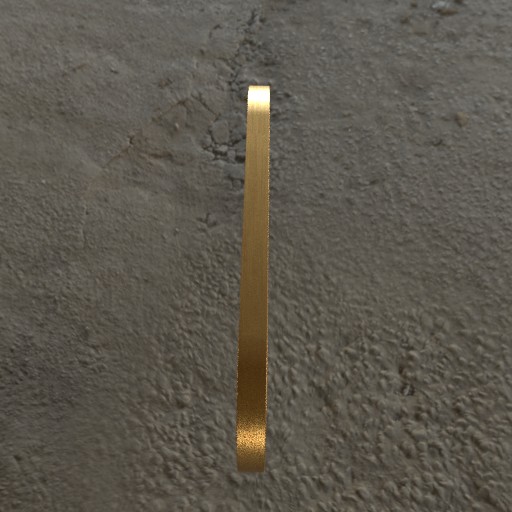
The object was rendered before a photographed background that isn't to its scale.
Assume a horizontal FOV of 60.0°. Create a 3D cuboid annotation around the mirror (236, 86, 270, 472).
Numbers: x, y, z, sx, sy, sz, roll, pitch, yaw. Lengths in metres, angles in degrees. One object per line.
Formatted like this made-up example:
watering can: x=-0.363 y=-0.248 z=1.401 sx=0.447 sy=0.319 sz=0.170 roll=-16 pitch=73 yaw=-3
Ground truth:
mirror: x=0.000 y=0.000 z=0.666 sx=0.032 sy=0.254 sz=0.584 roll=1 pitch=64 yaw=1
